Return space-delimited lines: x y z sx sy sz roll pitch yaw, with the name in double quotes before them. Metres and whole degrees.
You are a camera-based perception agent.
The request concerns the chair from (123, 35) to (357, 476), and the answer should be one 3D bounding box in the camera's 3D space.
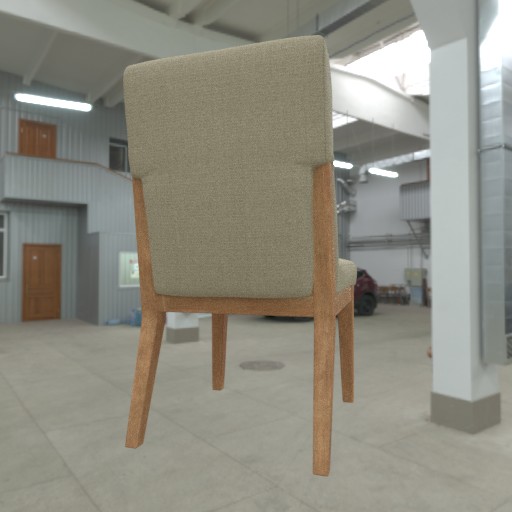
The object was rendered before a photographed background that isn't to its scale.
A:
"chair" 0.000 0.000 1.233 0.507 0.911 0.586 0 -1 18
